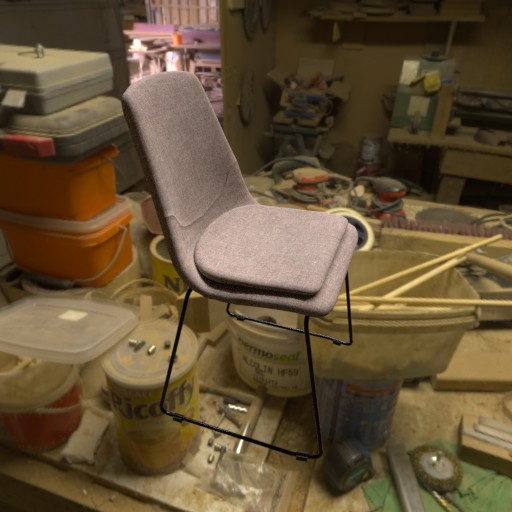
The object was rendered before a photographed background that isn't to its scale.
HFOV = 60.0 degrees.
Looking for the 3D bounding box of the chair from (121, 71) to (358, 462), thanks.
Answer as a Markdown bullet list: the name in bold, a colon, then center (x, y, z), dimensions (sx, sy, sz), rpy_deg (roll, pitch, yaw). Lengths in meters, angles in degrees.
- **chair**: center (0.000, 0.000, 1.151), dimensions (0.518, 0.858, 0.479), rpy_deg (11, 33, 17)
